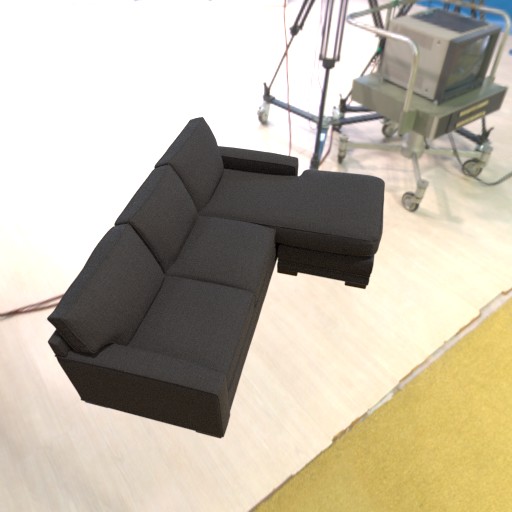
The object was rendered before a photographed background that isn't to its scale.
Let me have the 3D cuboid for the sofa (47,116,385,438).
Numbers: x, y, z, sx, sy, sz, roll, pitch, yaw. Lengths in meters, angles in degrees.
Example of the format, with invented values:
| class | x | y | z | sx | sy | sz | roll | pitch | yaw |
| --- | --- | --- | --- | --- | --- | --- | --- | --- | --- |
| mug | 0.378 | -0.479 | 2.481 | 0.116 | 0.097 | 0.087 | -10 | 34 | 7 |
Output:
| class | x | y | z | sx | sy | sz | roll | pitch | yaw |
| --- | --- | --- | --- | --- | --- | --- | --- | --- | --- |
| sofa | 0.000 | 0.000 | 3.264 | 1.790 | 0.973 | 2.370 | 10 | 46 | 10 |
